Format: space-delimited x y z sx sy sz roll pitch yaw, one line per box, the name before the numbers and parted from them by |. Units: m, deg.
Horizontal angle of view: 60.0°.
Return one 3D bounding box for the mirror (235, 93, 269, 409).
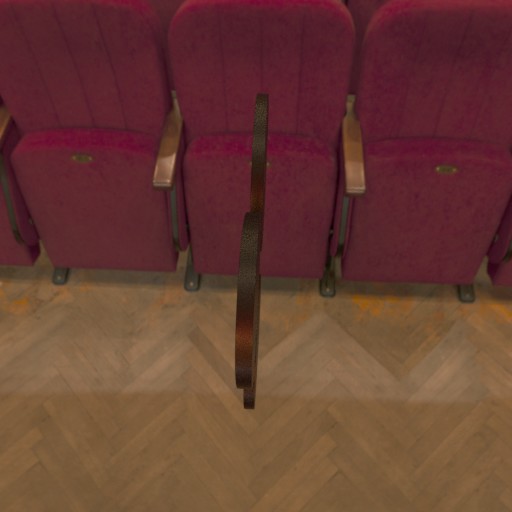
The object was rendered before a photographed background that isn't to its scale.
mirror | 0.000 0.000 3.173 0.076 2.096 2.160 3 59 2
